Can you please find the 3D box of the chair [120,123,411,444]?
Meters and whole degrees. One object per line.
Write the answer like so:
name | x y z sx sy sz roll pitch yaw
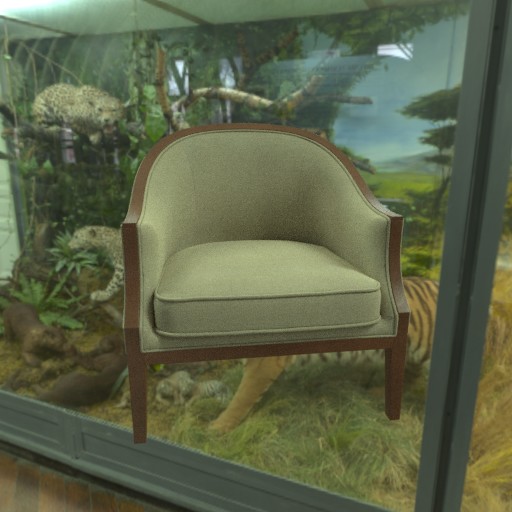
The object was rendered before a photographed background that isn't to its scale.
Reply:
chair | 0.000 0.000 1.481 0.803 0.876 0.735 -2 15 -8
